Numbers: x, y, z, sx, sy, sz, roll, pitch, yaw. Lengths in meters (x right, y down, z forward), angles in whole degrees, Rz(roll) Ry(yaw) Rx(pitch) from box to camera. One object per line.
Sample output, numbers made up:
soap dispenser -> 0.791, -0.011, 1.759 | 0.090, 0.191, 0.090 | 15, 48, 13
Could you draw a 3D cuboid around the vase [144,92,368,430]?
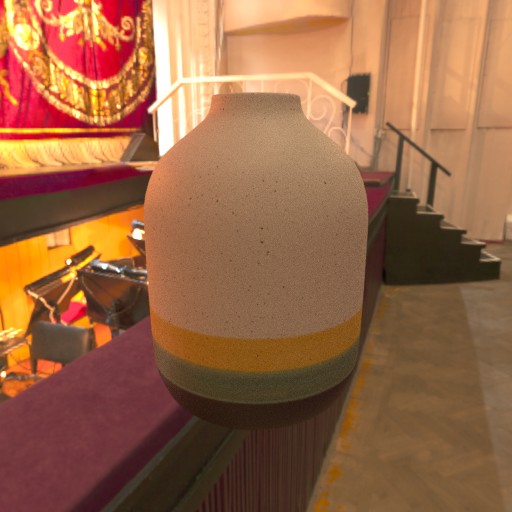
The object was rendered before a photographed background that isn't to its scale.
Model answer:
vase -> 0.000, 0.000, 0.352 | 0.169, 0.240, 0.169 | 0, 16, 0
